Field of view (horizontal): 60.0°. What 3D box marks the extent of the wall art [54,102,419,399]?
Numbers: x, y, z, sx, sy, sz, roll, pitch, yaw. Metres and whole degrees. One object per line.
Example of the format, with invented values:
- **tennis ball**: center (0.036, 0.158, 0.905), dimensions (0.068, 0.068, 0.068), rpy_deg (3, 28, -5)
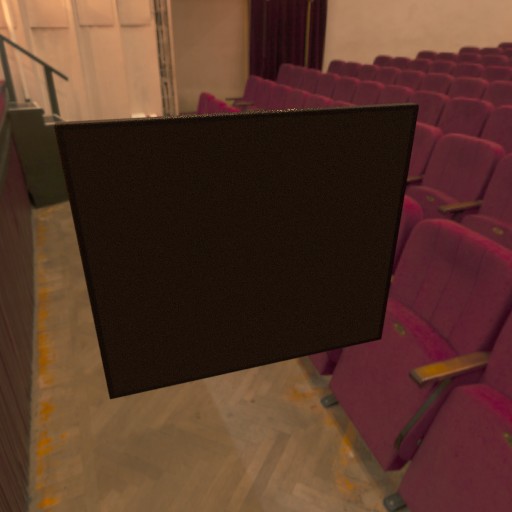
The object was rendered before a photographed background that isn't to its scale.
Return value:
- **wall art**: center (0.000, 0.000, 0.720), dimensions (0.521, 0.450, 0.018), rpy_deg (-8, 29, -16)
